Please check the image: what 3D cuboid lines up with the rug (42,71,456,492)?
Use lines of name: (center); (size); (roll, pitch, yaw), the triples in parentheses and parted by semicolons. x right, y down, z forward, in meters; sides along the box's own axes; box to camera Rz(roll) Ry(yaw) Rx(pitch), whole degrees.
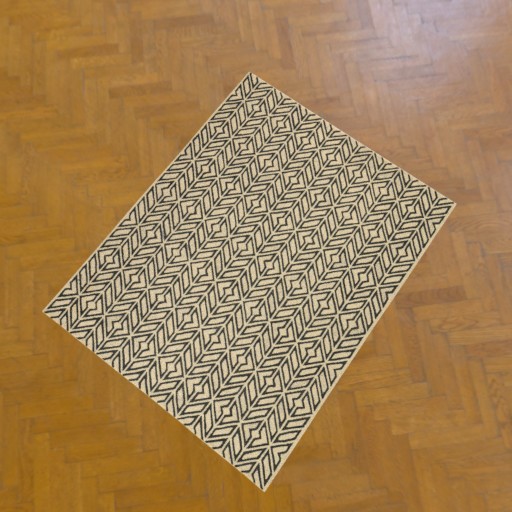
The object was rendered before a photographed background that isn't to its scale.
rug: (0.000, 0.000, 4.020); (2.421, 0.008, 3.045); (36, 78, 9)
